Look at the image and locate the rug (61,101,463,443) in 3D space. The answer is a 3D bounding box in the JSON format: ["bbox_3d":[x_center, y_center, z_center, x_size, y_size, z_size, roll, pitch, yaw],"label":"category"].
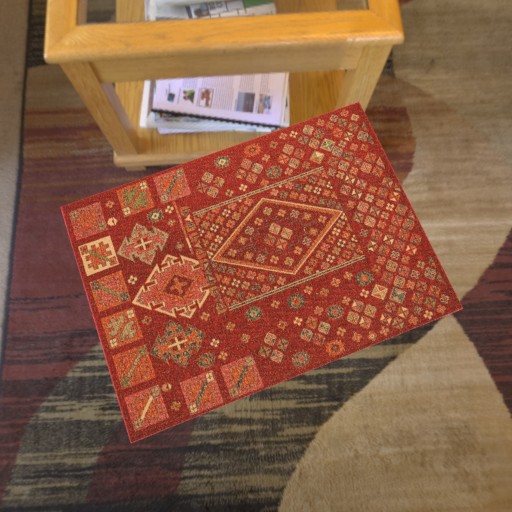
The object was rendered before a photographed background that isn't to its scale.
[{"bbox_3d":[0.000,0.000,4.343,3.306,0.011,2.389,-21,77,-5],"label":"rug"}]
